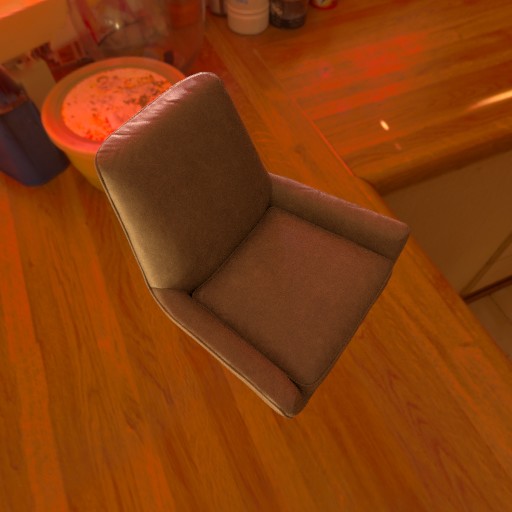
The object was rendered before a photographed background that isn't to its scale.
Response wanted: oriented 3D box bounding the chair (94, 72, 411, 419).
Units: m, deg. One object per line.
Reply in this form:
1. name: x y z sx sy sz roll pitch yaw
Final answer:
1. chair: 0.000 0.000 1.526 0.824 0.888 0.787 31 63 18
